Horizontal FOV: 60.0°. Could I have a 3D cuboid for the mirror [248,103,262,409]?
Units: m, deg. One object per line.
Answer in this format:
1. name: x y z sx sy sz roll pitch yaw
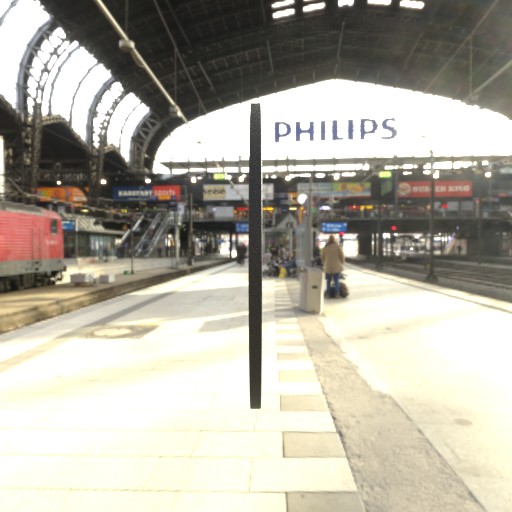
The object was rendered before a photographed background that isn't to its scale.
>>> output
1. mirror: 0.000 0.000 1.650 0.036 1.077 1.077 0 1 0
